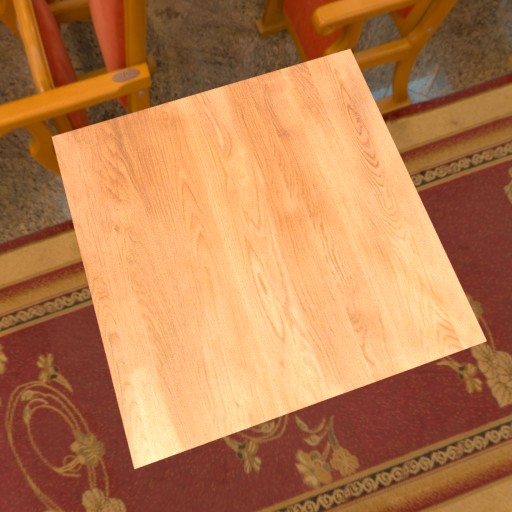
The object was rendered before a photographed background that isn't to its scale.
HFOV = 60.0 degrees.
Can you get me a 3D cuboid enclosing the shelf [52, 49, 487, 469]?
[{"bbox_3d":[0.000,0.000,1.396,0.899,0.480,0.899,-18,76,-5],"label":"shelf"}]
